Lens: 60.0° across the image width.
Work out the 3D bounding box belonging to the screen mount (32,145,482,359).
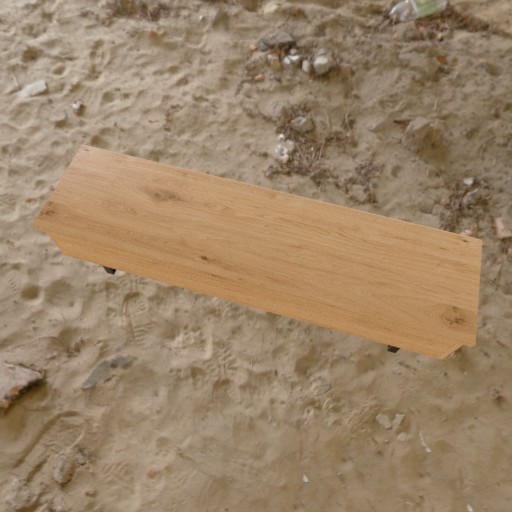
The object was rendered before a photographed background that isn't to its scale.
[{"bbox_3d":[0.000,0.000,1.919,1.700,0.430,0.450,15,63,8],"label":"screen mount"}]
